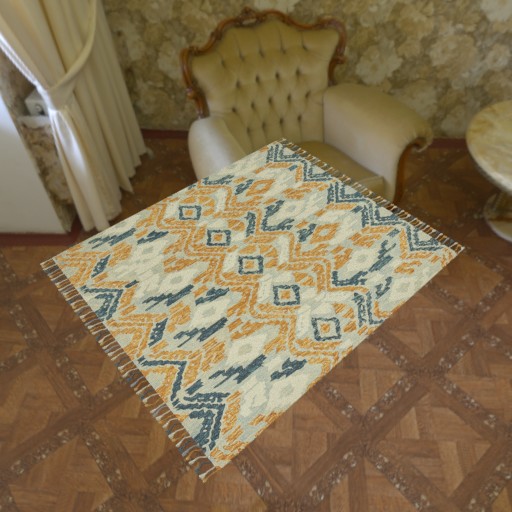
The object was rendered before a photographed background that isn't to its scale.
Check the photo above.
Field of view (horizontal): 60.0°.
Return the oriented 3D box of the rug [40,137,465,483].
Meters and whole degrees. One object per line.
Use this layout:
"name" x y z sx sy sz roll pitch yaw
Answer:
"rug" 0.000 0.000 4.054 3.048 0.010 2.439 -34 56 -26
